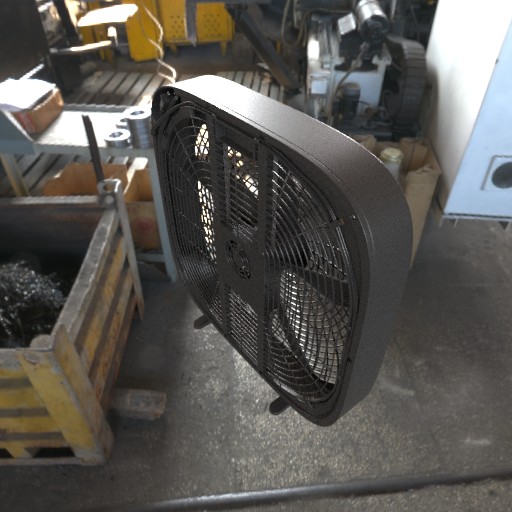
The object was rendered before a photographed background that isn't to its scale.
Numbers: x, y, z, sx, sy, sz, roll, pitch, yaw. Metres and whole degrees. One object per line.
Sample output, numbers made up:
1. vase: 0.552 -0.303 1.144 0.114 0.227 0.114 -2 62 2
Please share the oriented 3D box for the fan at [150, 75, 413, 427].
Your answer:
1. fan: 0.000 0.000 0.779 0.142 0.533 0.526 -27 48 -28
